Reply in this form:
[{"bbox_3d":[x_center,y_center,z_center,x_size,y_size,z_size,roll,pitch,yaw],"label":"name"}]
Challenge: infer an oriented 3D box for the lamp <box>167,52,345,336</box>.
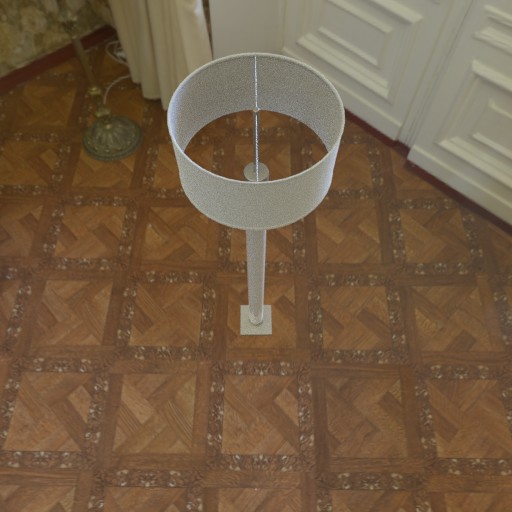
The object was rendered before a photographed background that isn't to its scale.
[{"bbox_3d":[0.000,0.000,1.689,0.420,1.475,0.420,-1,62,0],"label":"lamp"}]
